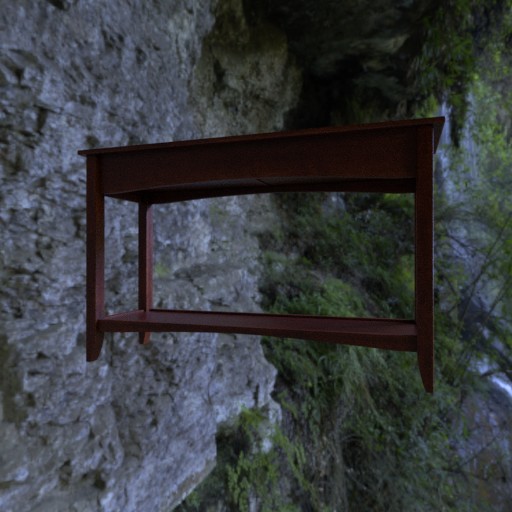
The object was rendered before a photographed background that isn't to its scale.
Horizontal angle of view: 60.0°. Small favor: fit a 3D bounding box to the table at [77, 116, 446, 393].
[{"bbox_3d":[0.000,0.000,1.543,1.188,0.739,0.392,0,0,19],"label":"table"}]
